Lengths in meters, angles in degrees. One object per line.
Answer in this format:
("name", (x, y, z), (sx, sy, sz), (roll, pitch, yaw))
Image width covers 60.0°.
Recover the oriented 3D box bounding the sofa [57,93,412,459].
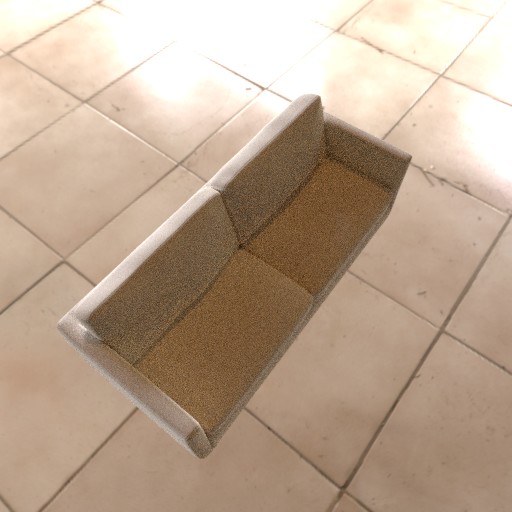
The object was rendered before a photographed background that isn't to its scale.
("sofa", (0.000, 0.000, 2.703), (0.924, 0.933, 2.139), (33, 64, 19))
